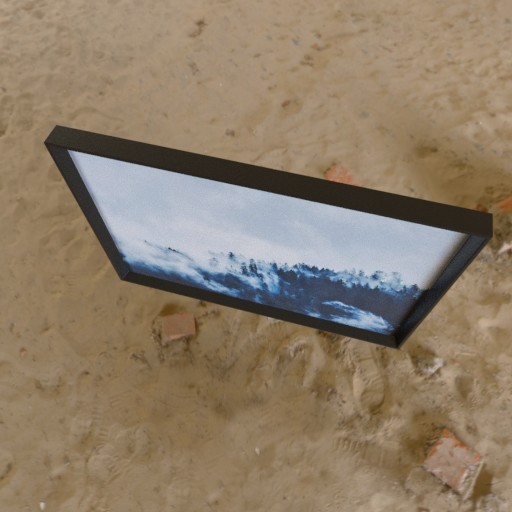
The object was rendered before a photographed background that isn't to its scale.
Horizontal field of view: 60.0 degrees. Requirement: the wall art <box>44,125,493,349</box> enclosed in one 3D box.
[{"bbox_3d":[0.000,0.000,1.185,0.939,0.640,0.058,13,60,8],"label":"wall art"}]
